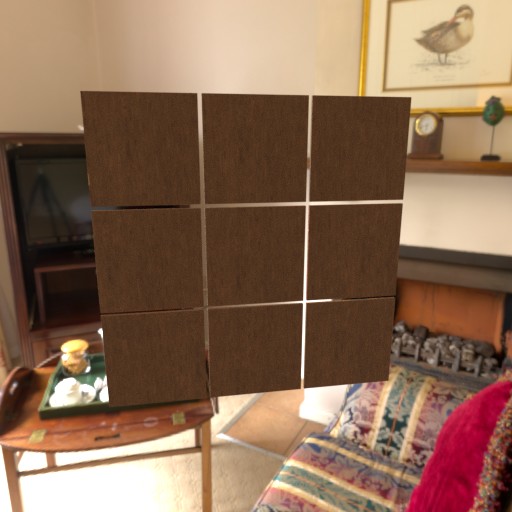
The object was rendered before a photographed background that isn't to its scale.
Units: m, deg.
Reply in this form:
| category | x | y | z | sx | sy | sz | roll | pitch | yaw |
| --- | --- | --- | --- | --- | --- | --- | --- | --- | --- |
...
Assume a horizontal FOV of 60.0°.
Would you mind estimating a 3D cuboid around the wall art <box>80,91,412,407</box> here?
| category | x | y | z | sx | sy | sz | roll | pitch | yaw |
| --- | --- | --- | --- | --- | --- | --- | --- | --- | --- |
| wall art | 0.000 | 0.000 | 1.761 | 1.215 | 1.213 | 0.013 | -2 | 14 | -10 |
